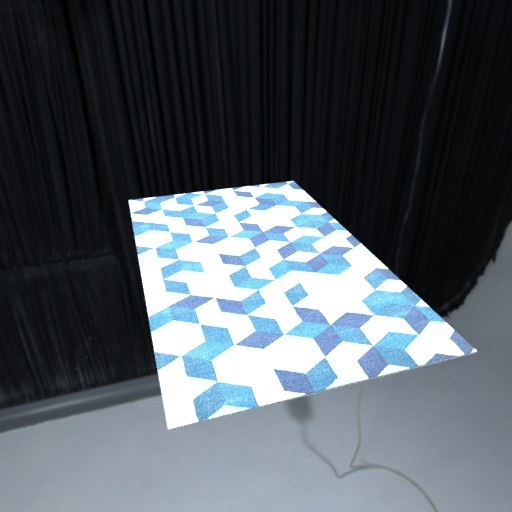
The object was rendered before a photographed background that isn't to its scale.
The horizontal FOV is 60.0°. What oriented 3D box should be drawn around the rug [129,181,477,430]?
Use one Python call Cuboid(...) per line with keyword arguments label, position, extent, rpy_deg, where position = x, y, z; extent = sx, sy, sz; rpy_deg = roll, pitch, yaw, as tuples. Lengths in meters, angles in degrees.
Cuboid(label="rug", position=(0.000, 0.000, 2.988), extent=(1.518, 0.015, 2.438), rpy_deg=(-9, 32, -15))
